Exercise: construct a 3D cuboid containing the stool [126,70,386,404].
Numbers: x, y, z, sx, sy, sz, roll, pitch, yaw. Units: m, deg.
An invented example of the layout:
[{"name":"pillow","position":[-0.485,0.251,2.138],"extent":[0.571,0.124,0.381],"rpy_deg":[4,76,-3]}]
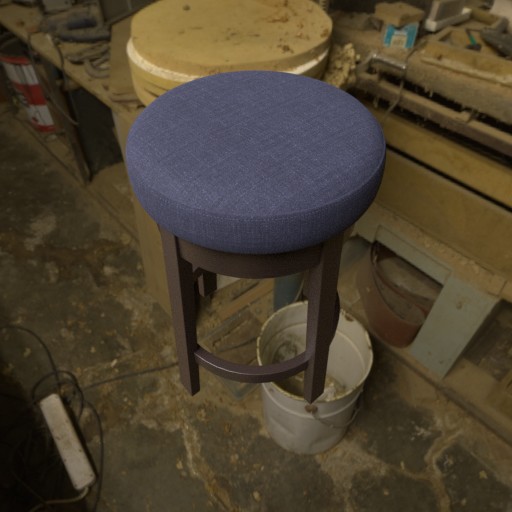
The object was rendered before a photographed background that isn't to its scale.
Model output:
[{"name":"stool","position":[0.000,0.000,0.947],"extent":[0.449,0.655,0.449],"rpy_deg":[0,47,0]}]
